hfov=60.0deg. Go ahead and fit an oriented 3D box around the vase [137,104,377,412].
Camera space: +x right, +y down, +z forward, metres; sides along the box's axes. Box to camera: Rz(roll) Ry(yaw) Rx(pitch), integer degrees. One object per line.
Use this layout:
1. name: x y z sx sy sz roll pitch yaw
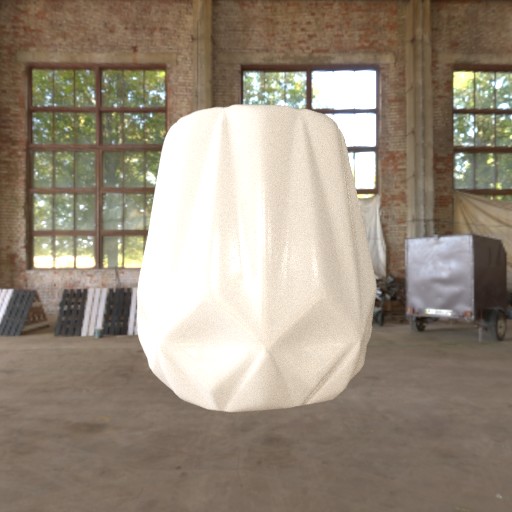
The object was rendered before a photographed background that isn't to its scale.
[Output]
1. vase: 0.000 0.000 0.268 0.141 0.152 0.141 0 0 0
